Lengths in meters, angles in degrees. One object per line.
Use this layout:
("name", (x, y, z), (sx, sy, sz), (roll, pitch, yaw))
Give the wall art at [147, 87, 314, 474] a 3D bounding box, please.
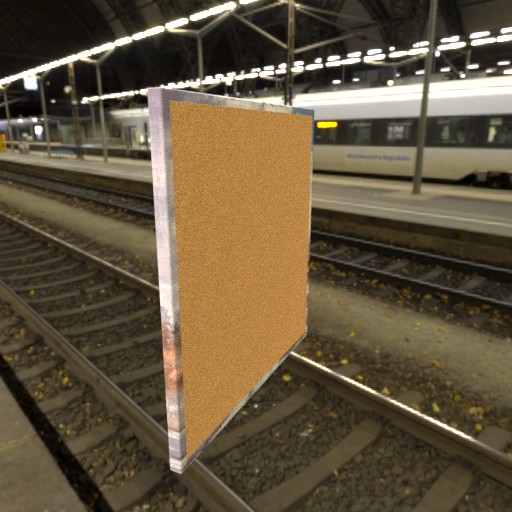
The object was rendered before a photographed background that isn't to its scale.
("wall art", (0.000, 0.000, 1.363), (0.035, 0.897, 0.888), (8, 17, 26))
